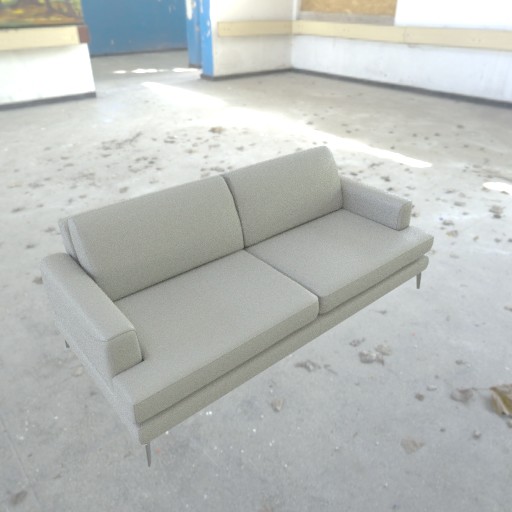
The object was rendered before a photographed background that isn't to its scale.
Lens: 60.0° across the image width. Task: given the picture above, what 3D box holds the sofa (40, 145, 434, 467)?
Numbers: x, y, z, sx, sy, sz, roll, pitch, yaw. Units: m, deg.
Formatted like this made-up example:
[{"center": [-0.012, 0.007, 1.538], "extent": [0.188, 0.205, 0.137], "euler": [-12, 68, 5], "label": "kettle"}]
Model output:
[{"center": [0.000, 0.000, 2.355], "extent": [1.940, 0.765, 0.974], "euler": [-23, 38, -34], "label": "sofa"}]
